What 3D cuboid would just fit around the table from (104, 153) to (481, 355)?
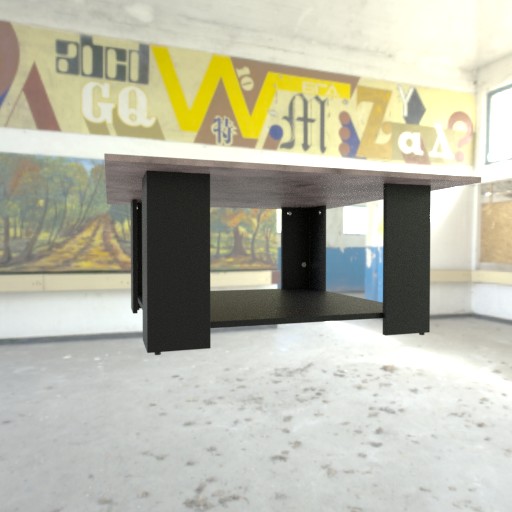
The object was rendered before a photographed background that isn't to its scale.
[{"bbox_3d":[0.000,0.000,1.047,0.670,0.305,0.670,0,1,-18],"label":"table"}]
